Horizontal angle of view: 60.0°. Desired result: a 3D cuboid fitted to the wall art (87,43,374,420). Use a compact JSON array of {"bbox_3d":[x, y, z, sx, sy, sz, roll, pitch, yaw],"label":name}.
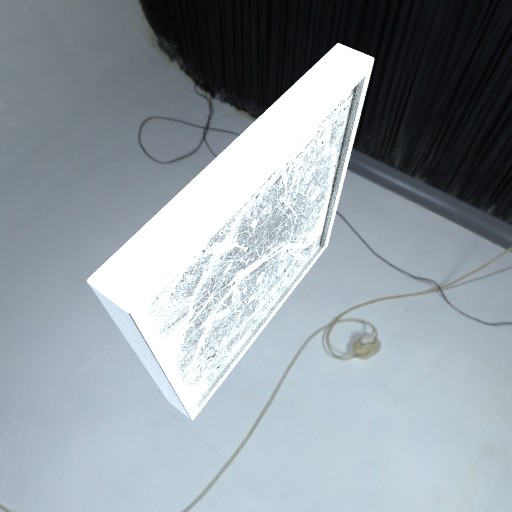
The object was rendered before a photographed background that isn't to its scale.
[{"bbox_3d":[0.000,0.000,0.462,0.038,0.305,0.305,32,63,18],"label":"wall art"}]
